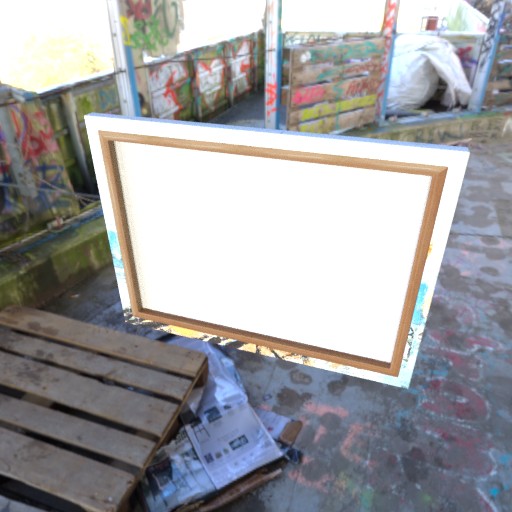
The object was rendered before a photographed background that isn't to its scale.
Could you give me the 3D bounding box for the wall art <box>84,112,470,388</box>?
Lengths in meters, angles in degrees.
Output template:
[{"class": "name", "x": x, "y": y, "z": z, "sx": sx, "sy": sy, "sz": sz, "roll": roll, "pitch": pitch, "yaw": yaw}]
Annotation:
[{"class": "wall art", "x": 0.000, "y": 0.000, "z": 1.335, "sx": 1.016, "sy": 0.762, "sz": 0.038, "roll": 10, "pitch": 33, "yaw": 15}]
